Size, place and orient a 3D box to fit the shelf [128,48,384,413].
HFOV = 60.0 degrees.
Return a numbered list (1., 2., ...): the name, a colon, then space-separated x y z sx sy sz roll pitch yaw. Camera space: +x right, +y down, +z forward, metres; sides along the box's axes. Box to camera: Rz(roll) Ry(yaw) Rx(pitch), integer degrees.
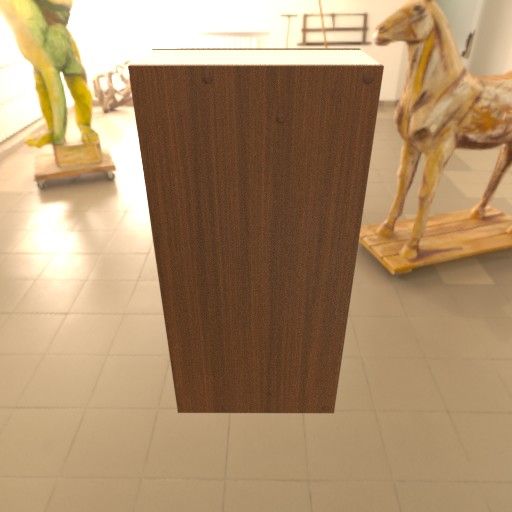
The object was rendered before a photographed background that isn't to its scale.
1. shelf: 0.000 0.000 0.722 0.290 0.600 0.147 0 32 0
